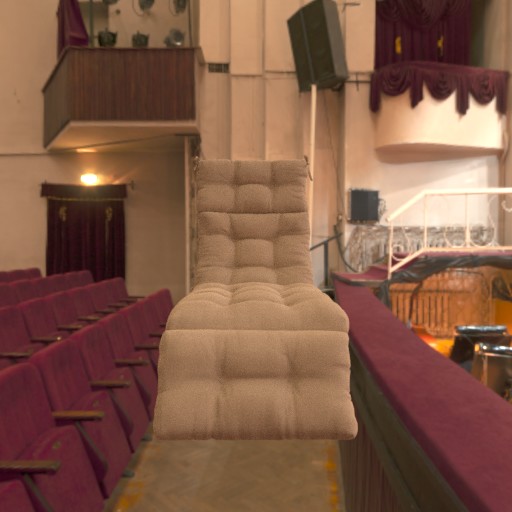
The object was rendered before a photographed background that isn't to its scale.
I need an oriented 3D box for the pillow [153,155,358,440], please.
[{"bbox_3d":[0.000,0.000,1.513,0.526,0.863,1.016,0,1,-1],"label":"pillow"}]
